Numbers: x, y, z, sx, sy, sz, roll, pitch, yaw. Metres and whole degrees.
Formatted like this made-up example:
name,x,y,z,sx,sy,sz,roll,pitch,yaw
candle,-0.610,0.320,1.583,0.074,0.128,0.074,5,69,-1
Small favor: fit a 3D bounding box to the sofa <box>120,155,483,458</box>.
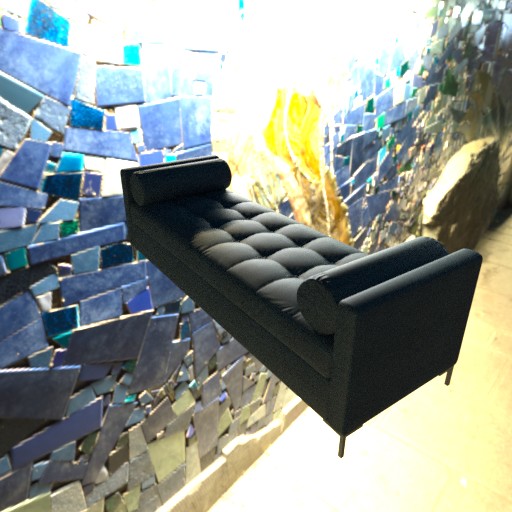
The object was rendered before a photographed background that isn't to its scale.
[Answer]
name,x,y,z,sx,sy,sz,roll,pitch,yaw
sofa,0.000,0.000,2.321,0.686,0.635,1.981,-17,31,-31
